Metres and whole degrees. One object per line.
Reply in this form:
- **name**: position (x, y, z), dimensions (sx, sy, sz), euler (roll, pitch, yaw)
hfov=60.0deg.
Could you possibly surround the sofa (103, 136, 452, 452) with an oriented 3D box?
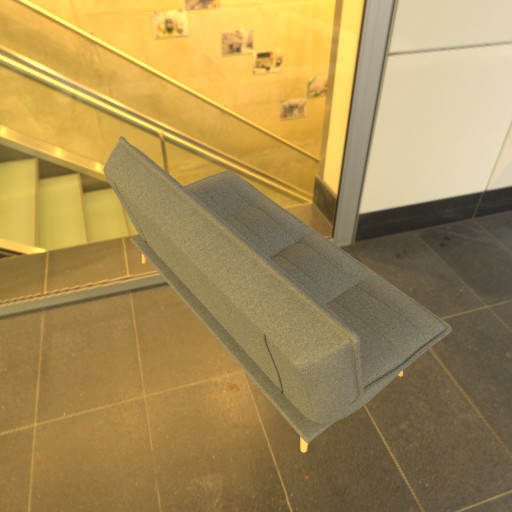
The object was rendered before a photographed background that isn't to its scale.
- **sofa**: position (0.000, 0.000, 2.487), dimensions (0.950, 0.890, 1.940), euler (-26, 47, -27)
